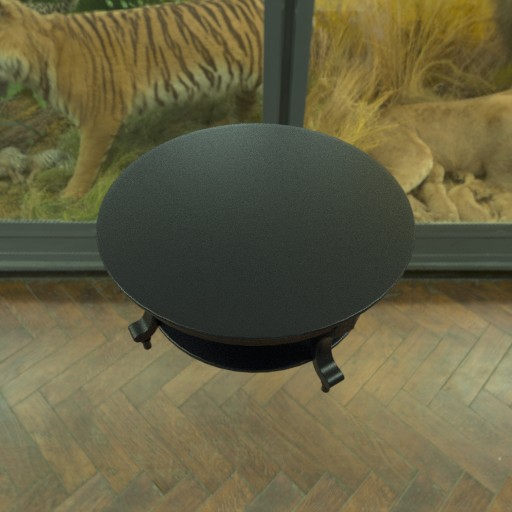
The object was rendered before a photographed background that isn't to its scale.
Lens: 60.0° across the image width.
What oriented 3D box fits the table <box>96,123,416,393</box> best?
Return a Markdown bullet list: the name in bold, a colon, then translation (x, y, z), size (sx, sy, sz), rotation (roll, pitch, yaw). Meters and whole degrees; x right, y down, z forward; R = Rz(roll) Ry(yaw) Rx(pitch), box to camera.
- **table**: translation (0.000, 0.000, 1.637), size (1.029, 0.491, 1.029), rotation (0, 47, 0)
